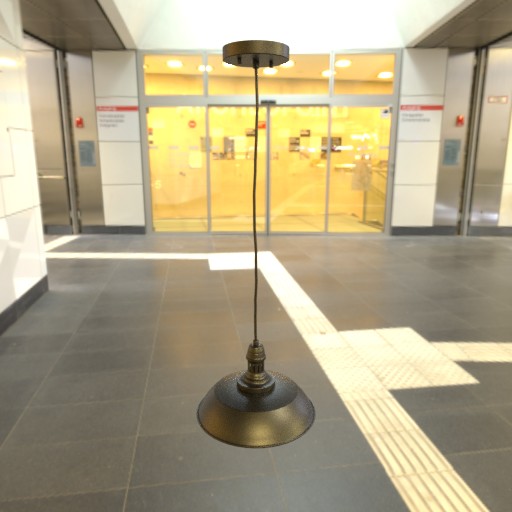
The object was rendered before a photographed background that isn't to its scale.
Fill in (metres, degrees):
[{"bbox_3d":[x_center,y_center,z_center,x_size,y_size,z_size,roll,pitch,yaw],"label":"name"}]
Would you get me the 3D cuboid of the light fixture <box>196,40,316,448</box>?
[{"bbox_3d":[0.000,0.000,1.144,0.331,0.993,0.331,-7,14,-27],"label":"light fixture"}]
